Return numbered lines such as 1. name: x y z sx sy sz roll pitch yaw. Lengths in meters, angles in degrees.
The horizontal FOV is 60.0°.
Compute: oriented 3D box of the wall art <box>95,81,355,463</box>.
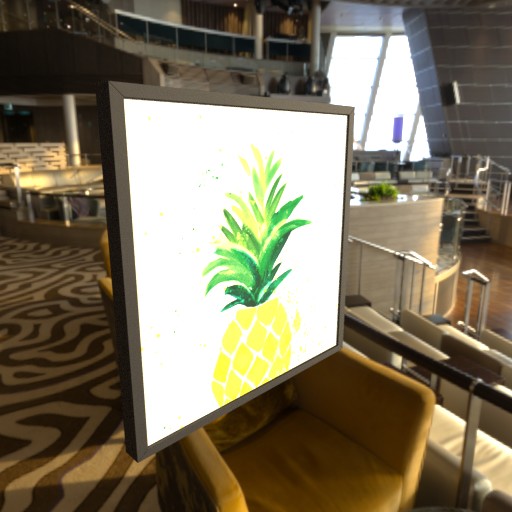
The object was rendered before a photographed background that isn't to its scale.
1. wall art: 0.000 0.000 0.750 0.033 0.507 0.508 14 20 43
